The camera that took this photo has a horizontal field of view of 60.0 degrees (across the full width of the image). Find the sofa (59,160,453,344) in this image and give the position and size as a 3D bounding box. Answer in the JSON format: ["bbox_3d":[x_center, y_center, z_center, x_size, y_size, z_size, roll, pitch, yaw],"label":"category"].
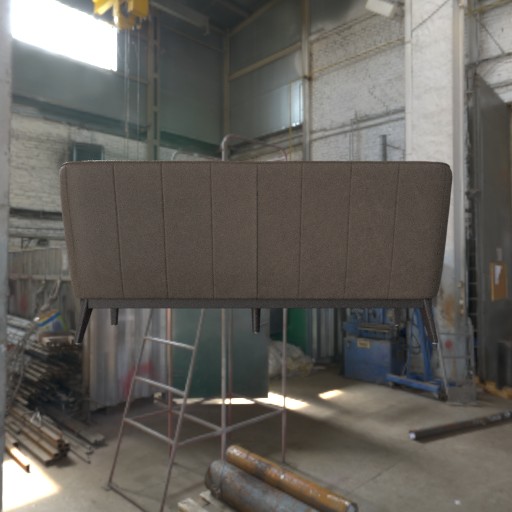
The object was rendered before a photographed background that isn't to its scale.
[{"bbox_3d":[0.000,0.000,2.363,1.928,0.831,0.869,0,-2,0],"label":"sofa"}]
